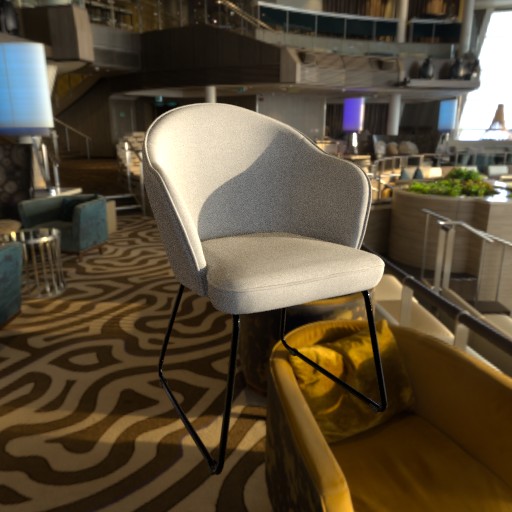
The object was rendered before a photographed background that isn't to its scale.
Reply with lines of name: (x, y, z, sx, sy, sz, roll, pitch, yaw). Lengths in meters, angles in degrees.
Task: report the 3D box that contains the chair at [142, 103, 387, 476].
chair: (0.000, 0.000, 1.203, 0.570, 0.817, 0.592, -8, 18, -28)
